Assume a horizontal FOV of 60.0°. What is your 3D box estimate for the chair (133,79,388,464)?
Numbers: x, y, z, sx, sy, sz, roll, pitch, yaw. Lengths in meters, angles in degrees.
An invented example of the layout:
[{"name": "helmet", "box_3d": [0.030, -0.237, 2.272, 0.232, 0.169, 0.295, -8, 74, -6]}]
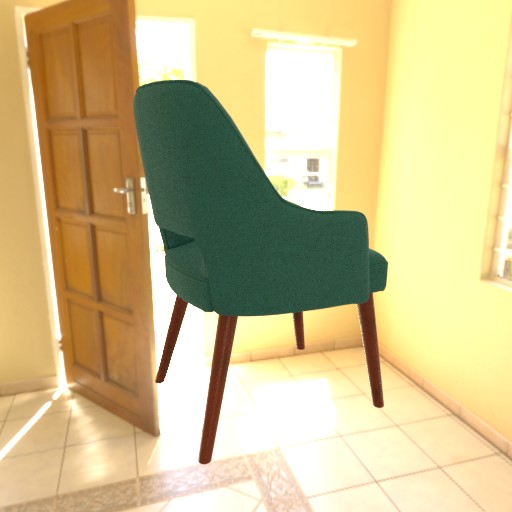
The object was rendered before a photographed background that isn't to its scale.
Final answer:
[{"name": "chair", "box_3d": [0.000, 0.000, 1.221, 0.605, 0.849, 0.548, -7, 15, -26]}]
